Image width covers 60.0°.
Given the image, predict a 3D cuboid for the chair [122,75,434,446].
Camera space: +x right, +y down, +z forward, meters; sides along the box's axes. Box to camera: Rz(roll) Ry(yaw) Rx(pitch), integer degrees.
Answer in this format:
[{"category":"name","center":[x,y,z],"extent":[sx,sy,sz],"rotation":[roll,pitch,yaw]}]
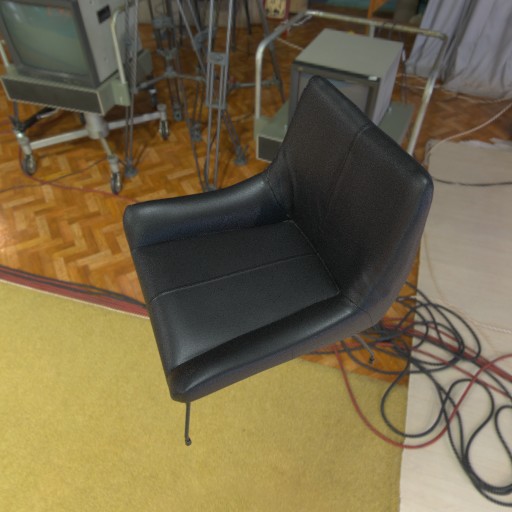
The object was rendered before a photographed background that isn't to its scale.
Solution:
[{"category":"chair","center":[0.000,0.000,1.566],"extent":[0.826,0.922,0.836],"rotation":[-16,49,-14]}]
